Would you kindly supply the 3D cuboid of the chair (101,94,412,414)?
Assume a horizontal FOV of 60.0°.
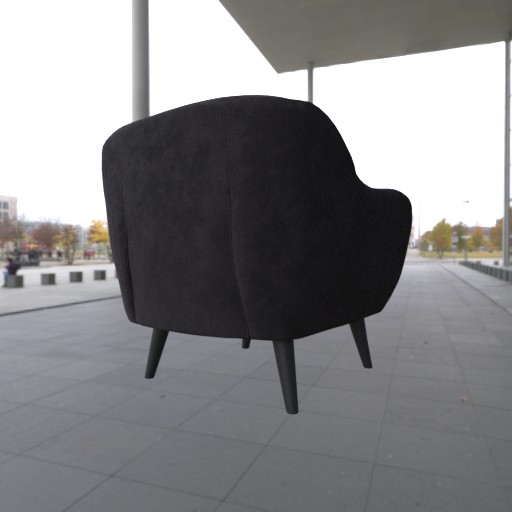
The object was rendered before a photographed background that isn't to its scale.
[{"bbox_3d":[0.000,0.000,1.497,0.840,0.807,0.819,1,1,35],"label":"chair"}]
